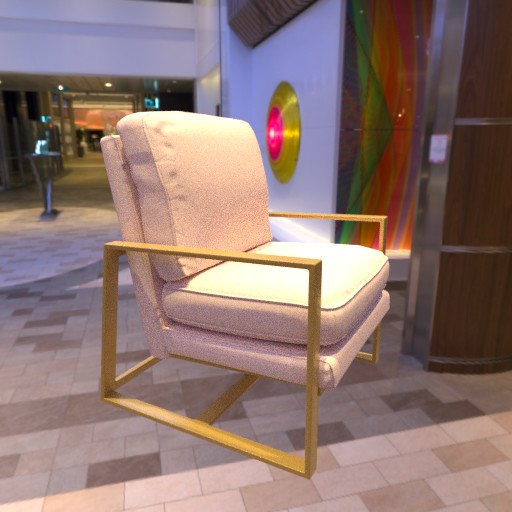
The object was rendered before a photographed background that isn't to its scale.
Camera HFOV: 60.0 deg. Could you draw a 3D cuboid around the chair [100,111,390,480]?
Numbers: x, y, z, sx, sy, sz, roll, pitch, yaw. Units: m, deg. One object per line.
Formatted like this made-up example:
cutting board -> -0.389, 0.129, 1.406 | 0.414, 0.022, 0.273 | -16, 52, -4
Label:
chair -> 0.000, 0.000, 1.536 | 0.813, 0.956, 0.758 | 8, 17, 28
